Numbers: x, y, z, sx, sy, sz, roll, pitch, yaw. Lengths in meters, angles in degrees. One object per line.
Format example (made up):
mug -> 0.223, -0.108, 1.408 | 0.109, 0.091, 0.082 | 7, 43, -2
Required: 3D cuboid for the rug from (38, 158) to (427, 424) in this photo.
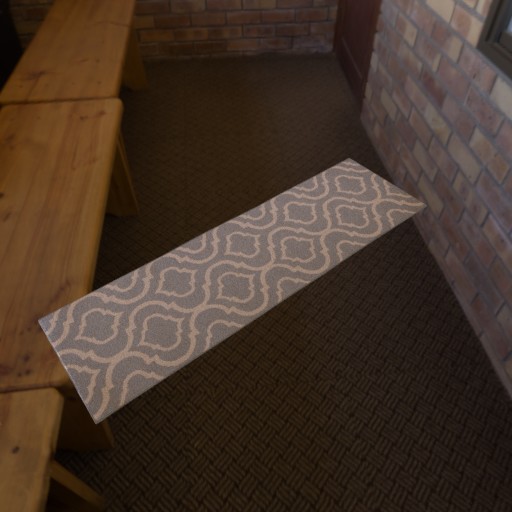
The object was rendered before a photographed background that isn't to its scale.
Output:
rug -> 0.000, 0.000, 2.542 | 2.275, 0.009, 0.684 | -30, 54, -25
